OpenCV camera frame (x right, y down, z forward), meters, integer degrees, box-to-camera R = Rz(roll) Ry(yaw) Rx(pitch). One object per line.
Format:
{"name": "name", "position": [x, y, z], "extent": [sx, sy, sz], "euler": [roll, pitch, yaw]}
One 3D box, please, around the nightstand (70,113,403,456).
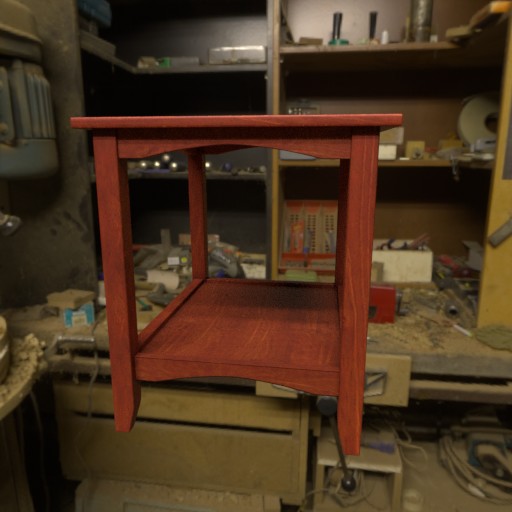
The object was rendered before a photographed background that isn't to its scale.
{"name": "nightstand", "position": [0.000, 0.000, 0.986], "extent": [0.501, 0.558, 0.558], "euler": [2, 14, 9]}
